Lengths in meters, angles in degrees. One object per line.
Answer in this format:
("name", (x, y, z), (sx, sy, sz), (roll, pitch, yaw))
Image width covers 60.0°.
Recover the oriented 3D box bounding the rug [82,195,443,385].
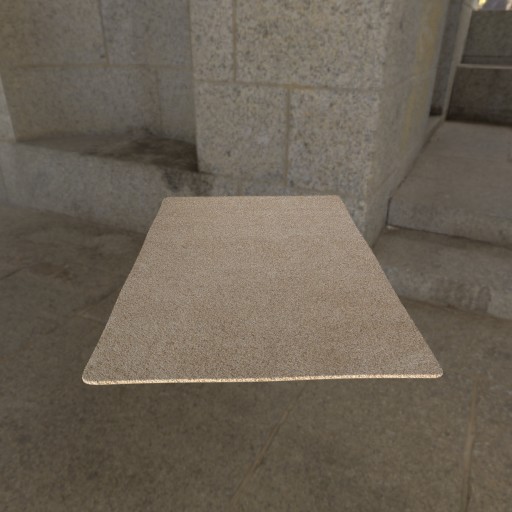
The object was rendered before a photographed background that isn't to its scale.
("rug", (0.000, 0.000, 3.378), (1.801, 0.024, 2.700), (-1, 27, -2))
